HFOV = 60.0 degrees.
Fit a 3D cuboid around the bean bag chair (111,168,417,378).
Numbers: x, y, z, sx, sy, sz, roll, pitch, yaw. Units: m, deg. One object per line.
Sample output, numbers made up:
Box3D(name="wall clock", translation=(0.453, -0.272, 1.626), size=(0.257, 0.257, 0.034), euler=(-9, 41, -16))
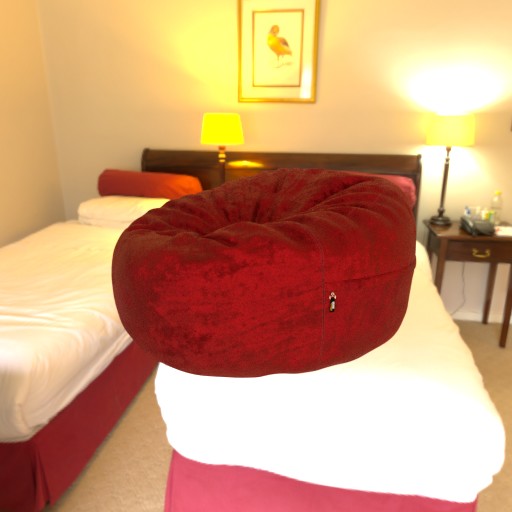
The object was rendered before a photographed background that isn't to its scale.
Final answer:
Box3D(name="bean bag chair", translation=(0.000, 0.000, 2.439), size=(1.524, 0.878, 1.524), euler=(-9, 20, -25))
